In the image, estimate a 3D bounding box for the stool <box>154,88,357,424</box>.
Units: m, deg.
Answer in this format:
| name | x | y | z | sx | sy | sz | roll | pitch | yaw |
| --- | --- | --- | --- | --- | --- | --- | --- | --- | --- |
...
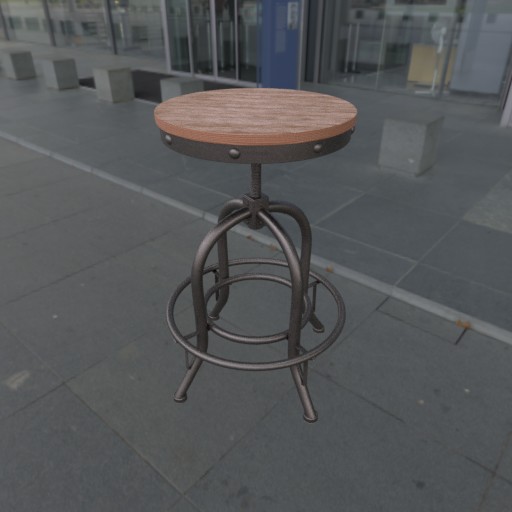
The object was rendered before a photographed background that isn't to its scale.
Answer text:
| name | x | y | z | sx | sy | sz | roll | pitch | yaw |
| --- | --- | --- | --- | --- | --- | --- | --- | --- | --- |
| stool | 0.000 | 0.000 | 0.932 | 0.439 | 0.609 | 0.439 | -19 | 36 | -29 |
